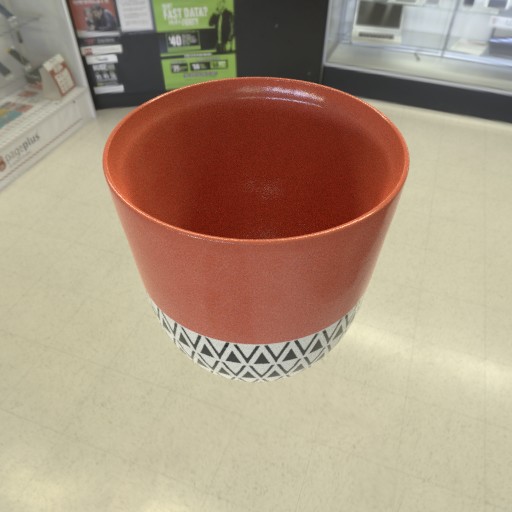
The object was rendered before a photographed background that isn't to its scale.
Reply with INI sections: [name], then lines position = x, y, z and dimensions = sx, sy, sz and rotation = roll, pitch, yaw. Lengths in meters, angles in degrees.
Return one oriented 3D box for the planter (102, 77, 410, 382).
[planter]
position = 0.000, 0.000, 0.364
dimensions = 0.195, 0.214, 0.195
rotation = 0, 45, 0
